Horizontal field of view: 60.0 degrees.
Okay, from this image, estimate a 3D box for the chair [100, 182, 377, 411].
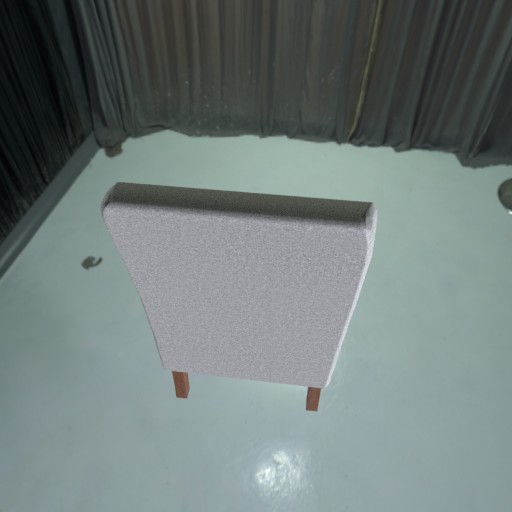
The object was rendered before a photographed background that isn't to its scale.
[{"bbox_3d":[0.000,0.000,1.189,0.513,0.804,0.592,4,47,4],"label":"chair"}]
